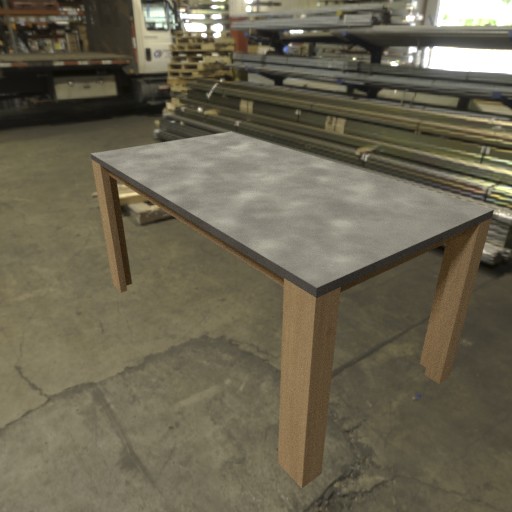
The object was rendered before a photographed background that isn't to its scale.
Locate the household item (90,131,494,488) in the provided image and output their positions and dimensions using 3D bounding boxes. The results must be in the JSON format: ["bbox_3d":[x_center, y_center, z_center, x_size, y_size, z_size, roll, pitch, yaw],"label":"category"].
[{"bbox_3d":[0.000,0.000,2.042,0.850,0.755,1.600,-19,33,-33],"label":"household item"}]
